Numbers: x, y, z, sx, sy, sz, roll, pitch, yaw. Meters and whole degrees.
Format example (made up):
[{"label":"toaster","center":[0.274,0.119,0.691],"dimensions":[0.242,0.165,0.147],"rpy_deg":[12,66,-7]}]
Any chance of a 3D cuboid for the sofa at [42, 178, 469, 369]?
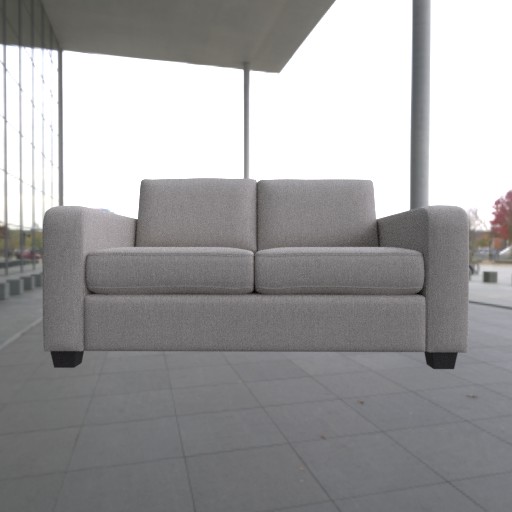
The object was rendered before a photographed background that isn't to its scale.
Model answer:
[{"label":"sofa","center":[0.000,0.000,2.010],"dimensions":[1.540,0.800,0.900],"rpy_deg":[0,1,1]}]
